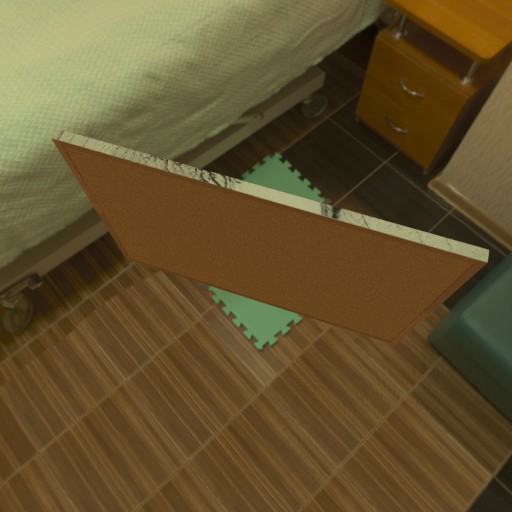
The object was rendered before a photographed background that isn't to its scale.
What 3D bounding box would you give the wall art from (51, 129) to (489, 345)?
[{"bbox_3d":[0.000,0.000,1.450,1.141,0.758,0.035,17,66,8],"label":"wall art"}]
